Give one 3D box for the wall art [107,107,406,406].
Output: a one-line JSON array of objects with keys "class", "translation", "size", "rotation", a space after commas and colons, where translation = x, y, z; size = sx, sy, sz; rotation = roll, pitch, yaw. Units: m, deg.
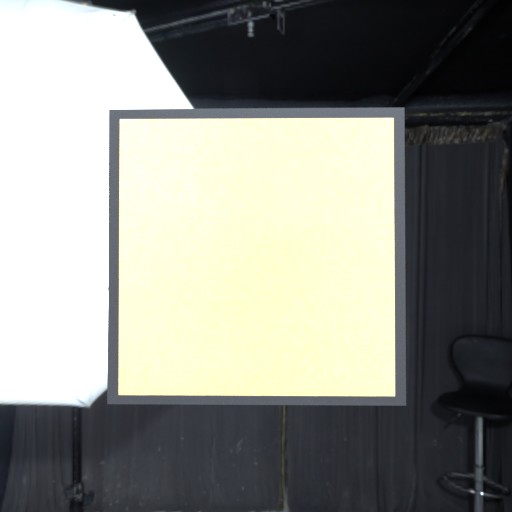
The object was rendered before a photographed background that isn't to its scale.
[{"class": "wall art", "translation": [0.000, 0.000, 1.154], "size": [0.762, 0.760, 0.037], "rotation": [0, -1, 1]}]
